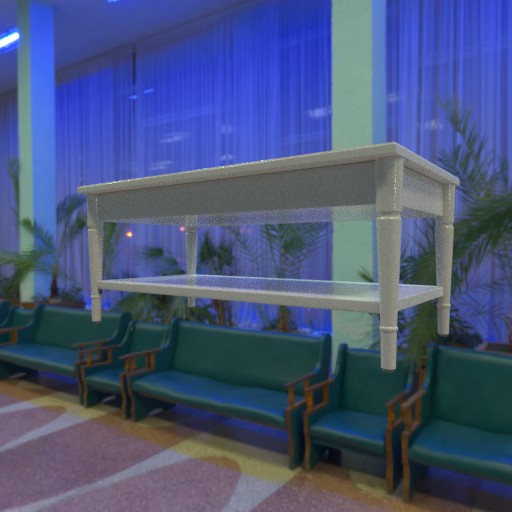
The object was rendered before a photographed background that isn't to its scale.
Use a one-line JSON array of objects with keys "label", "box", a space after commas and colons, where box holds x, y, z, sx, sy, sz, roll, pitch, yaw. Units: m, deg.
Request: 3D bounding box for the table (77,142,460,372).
[{"label": "table", "box": [0.000, 0.000, 1.389, 1.067, 0.457, 0.559, 1, 1, 36]}]
